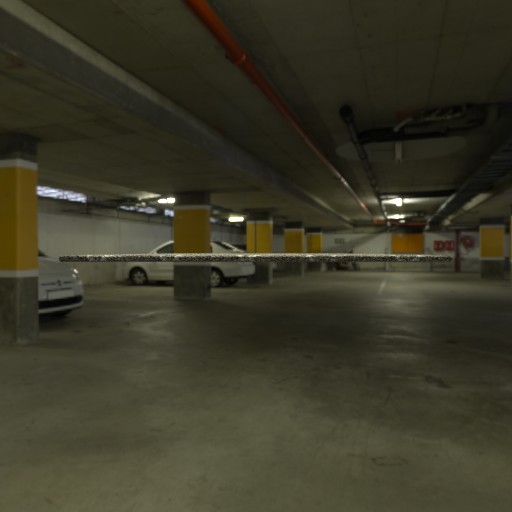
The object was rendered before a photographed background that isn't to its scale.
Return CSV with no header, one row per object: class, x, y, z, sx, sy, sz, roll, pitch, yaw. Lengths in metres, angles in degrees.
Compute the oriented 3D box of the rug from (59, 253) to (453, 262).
rug,0.000,0.000,3.351,1.778,0.030,2.743,0,0,0
